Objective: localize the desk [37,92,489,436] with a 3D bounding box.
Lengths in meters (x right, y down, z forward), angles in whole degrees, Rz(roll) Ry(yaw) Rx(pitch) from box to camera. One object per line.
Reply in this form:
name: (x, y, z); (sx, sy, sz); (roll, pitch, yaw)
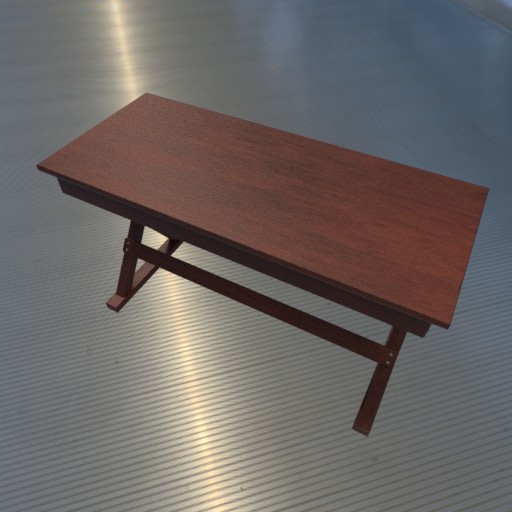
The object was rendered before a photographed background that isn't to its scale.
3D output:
desk: (0.000, 0.000, 1.733); (1.372, 0.761, 0.600); (21, 50, 19)
